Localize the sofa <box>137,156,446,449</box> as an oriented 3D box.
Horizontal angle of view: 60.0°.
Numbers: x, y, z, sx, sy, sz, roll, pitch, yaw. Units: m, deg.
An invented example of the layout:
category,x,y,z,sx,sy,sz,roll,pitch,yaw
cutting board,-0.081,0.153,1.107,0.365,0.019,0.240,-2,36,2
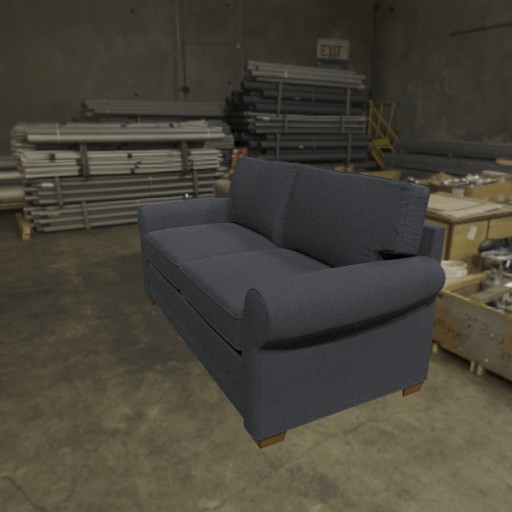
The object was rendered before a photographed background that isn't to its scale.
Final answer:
category,x,y,z,sx,sy,sz,roll,pitch,yaw
sofa,0.000,0.000,2.568,0.951,1.031,2.009,-8,19,-26
